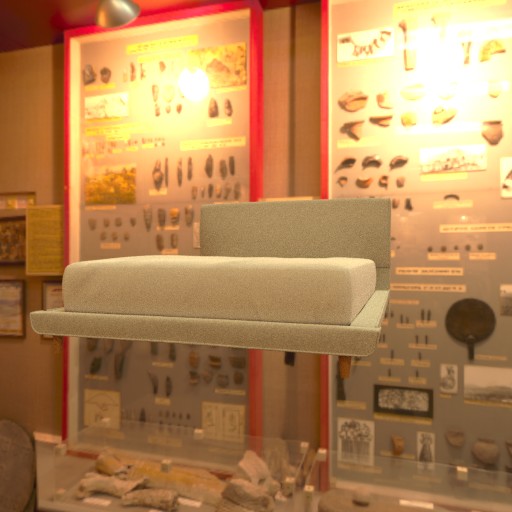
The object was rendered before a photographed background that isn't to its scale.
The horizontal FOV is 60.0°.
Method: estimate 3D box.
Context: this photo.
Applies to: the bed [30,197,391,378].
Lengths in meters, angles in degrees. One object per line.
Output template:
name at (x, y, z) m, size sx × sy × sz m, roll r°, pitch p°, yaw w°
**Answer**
bed at (0.000, 0.000, 3.464) m, size 1.980 × 1.126 × 2.498 m, roll 0°, pitch 0°, yaw 18°
